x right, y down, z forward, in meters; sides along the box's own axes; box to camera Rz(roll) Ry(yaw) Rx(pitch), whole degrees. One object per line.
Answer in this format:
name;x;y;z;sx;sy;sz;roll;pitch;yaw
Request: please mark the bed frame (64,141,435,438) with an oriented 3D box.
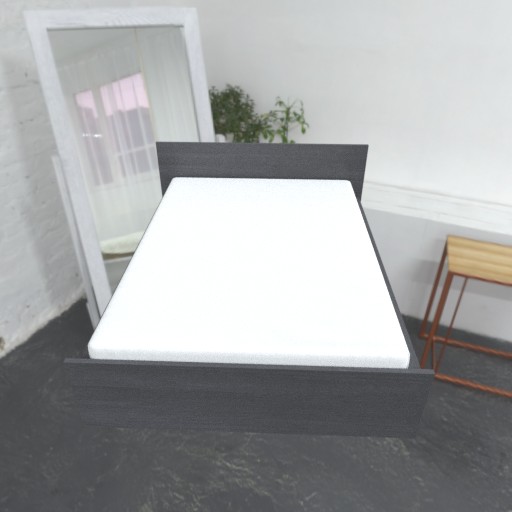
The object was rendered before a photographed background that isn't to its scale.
bed frame;0.000;0.000;2.780;1.622;0.800;1.960;1;33;2
